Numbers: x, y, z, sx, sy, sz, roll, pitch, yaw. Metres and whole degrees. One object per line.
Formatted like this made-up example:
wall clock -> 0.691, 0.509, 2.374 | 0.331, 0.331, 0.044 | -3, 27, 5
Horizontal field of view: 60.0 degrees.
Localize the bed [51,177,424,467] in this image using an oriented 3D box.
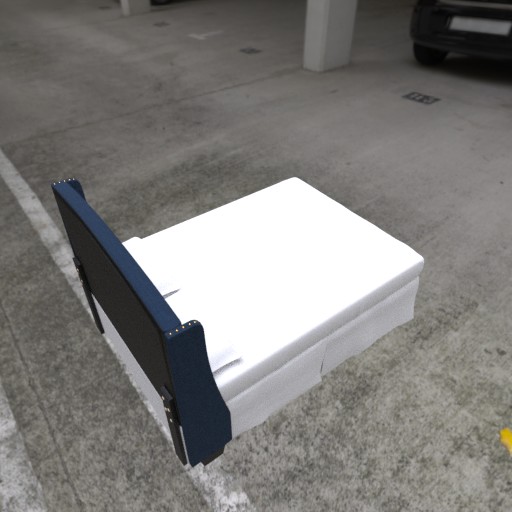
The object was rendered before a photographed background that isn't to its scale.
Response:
bed -> 0.000, 0.000, 3.287 | 2.223, 1.402, 1.604 | -26, 47, -27
